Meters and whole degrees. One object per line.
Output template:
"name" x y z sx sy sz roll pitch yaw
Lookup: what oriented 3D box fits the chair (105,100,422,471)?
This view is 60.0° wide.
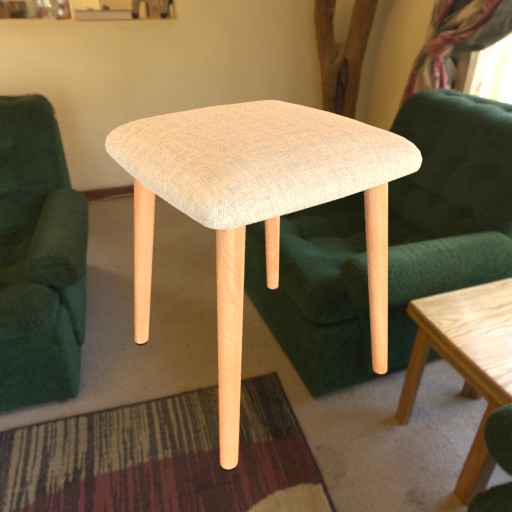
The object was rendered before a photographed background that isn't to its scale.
"chair" 0.000 0.000 0.719 0.350 0.440 0.350 -20 36 -30
